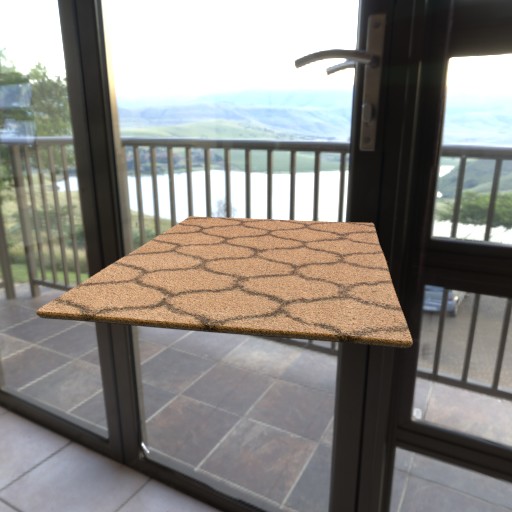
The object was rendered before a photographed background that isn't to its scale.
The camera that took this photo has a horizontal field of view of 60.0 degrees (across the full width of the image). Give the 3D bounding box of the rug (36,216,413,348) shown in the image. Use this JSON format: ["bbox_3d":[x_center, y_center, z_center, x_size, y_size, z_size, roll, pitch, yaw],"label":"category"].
[{"bbox_3d":[0.000,0.000,2.112,1.200,0.025,1.600,3,17,10],"label":"rug"}]
